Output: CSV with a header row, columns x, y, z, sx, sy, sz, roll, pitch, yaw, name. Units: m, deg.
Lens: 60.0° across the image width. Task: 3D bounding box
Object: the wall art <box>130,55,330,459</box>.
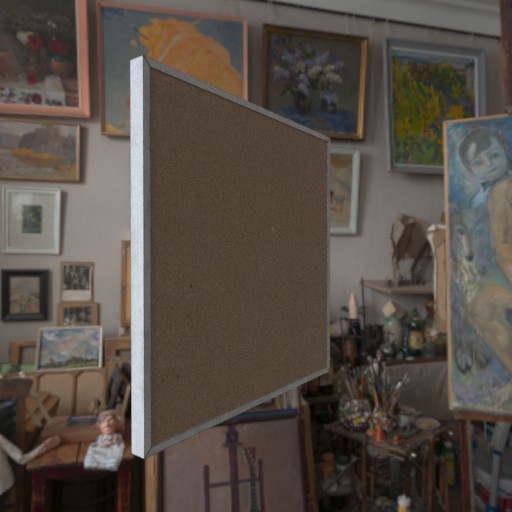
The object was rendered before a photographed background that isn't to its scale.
x,y,z,sx,sy,sz,roll,pitch,yaw,name
0.000,0.000,1.152,0.038,0.762,0.762,1,1,37,wall art
